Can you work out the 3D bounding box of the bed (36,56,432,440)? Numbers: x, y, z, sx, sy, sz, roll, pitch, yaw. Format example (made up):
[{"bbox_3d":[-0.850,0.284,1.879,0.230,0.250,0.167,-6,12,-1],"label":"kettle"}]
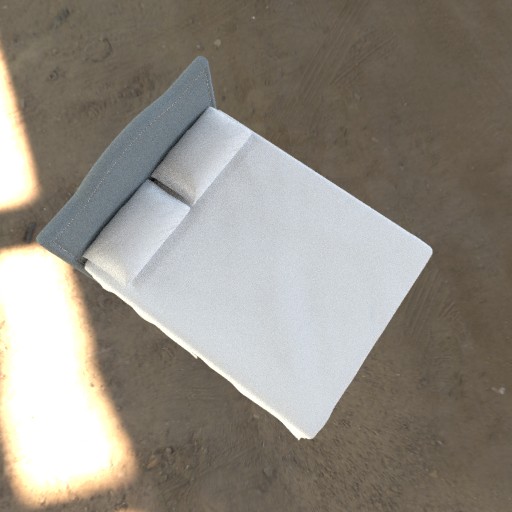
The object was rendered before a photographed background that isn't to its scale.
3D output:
[{"bbox_3d":[0.000,0.000,3.968,2.689,1.457,2.161,35,78,9],"label":"bed"}]
